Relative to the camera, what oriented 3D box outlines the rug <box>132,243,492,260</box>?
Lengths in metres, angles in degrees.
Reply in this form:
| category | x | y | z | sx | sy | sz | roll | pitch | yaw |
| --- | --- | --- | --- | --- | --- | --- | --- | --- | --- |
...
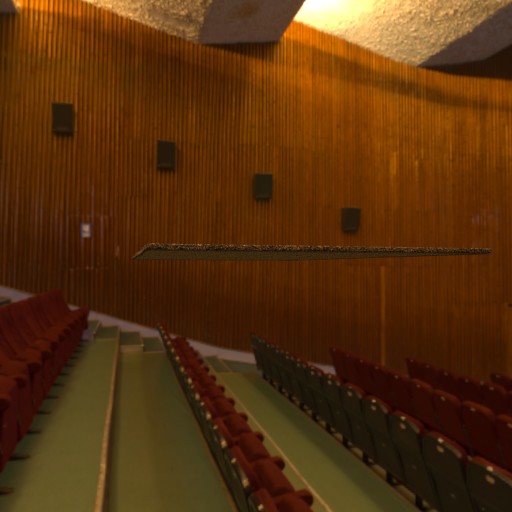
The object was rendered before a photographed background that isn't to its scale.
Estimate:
| category | x | y | z | sx | sy | sz | roll | pitch | yaw |
| --- | --- | --- | --- | --- | --- | --- | --- | --- | --- |
| rug | 0.000 | 0.000 | 2.870 | 1.501 | 0.025 | 2.352 | 0 | -1 | -17 |
